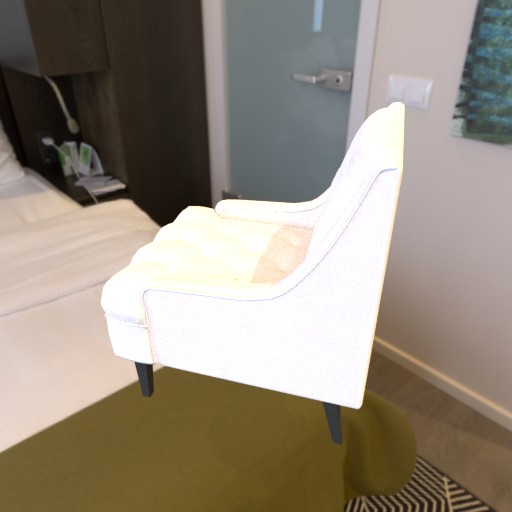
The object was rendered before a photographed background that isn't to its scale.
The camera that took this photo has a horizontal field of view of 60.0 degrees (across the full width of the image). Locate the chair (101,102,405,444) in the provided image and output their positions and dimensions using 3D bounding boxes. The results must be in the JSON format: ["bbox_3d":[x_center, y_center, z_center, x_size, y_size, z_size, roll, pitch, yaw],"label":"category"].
[{"bbox_3d":[0.000,0.000,1.418,0.772,0.891,0.658,9,31,14],"label":"chair"}]
